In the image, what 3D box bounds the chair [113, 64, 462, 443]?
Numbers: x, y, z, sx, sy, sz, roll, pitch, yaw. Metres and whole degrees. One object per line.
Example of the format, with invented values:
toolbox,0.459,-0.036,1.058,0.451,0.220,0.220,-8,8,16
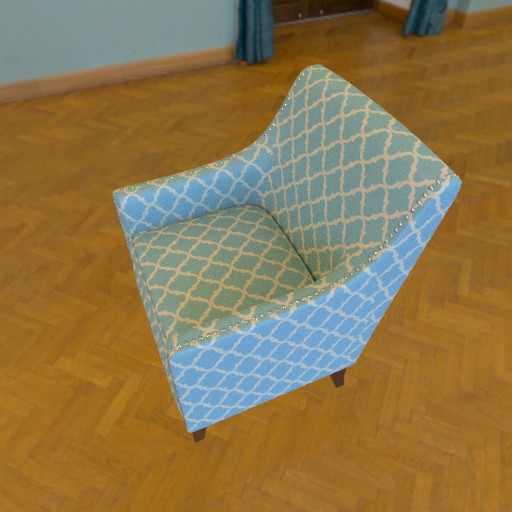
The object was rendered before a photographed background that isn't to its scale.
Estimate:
chair,0.000,0.000,1.302,0.686,0.817,0.617,-18,50,-16
